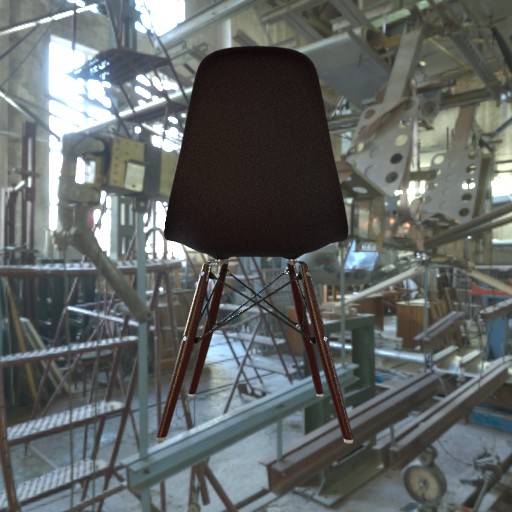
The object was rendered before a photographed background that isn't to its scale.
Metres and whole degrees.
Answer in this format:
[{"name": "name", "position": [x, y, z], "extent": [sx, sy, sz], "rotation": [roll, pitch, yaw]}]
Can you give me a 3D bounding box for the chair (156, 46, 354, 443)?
[{"name": "chair", "position": [0.000, 0.000, 1.135], "extent": [0.470, 0.826, 0.533], "rotation": [0, 0, 0]}]
